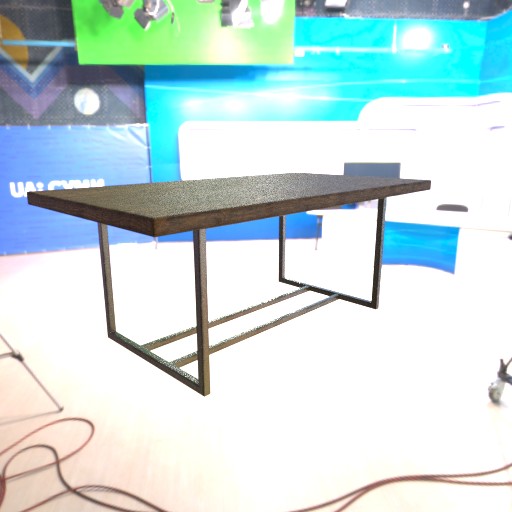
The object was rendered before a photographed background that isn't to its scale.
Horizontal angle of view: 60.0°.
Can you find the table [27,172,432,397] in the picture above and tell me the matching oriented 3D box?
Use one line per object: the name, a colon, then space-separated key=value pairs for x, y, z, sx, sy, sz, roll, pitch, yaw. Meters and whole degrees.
table: x=0.000 y=0.000 z=2.503 sx=1.078 sy=0.795 sz=1.989 roll=14 pitch=20 yaw=43
